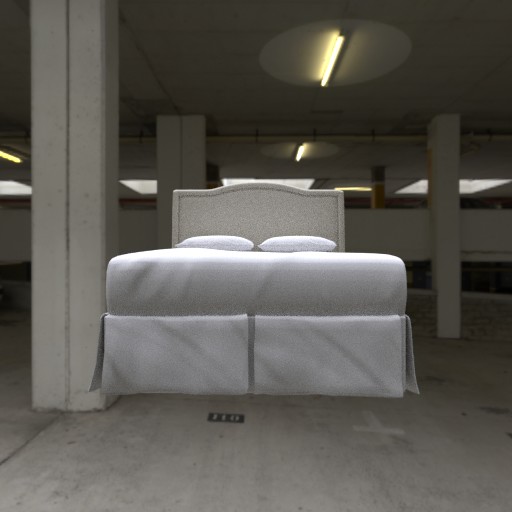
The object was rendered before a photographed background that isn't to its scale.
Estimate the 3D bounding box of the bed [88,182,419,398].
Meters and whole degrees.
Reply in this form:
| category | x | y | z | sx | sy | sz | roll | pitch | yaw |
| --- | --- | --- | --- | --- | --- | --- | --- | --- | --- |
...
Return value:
| category | x | y | z | sx | sy | sz | roll | pitch | yaw |
| --- | --- | --- | --- | --- | --- | --- | --- | --- | --- |
| bed | 0.000 | 0.000 | 3.327 | 1.741 | 1.449 | 2.196 | 0 | 0 | 0 |
